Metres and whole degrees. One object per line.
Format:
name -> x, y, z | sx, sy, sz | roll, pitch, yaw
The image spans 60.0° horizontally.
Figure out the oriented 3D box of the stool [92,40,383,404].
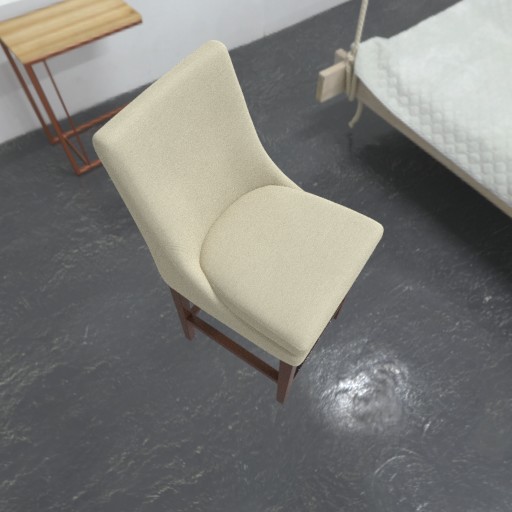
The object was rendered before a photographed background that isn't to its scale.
stool -> 0.000, 0.000, 1.311 | 0.577, 0.981, 0.470 | 30, 63, 17
